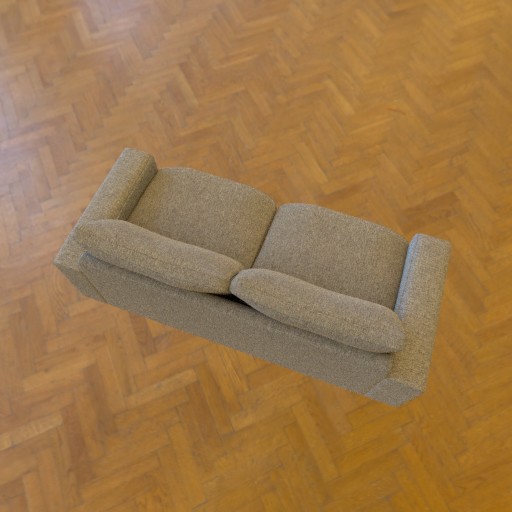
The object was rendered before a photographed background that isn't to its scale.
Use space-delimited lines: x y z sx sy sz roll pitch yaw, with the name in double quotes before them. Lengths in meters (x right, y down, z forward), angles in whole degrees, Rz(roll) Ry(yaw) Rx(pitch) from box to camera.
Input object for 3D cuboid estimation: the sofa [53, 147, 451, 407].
"sofa" 0.000 0.000 2.858 2.299 0.922 1.040 18 64 9
